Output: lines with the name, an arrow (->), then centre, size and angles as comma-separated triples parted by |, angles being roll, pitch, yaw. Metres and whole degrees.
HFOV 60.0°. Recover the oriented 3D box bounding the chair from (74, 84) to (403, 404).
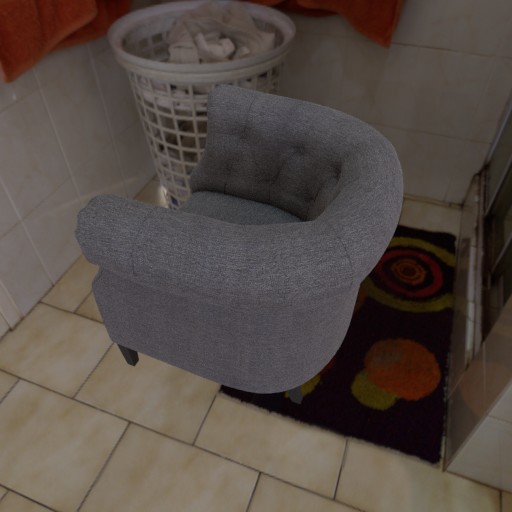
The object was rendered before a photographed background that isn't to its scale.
chair -> 0.000, 0.000, 1.553 | 0.852, 0.827, 0.905 | 17, 48, 16
